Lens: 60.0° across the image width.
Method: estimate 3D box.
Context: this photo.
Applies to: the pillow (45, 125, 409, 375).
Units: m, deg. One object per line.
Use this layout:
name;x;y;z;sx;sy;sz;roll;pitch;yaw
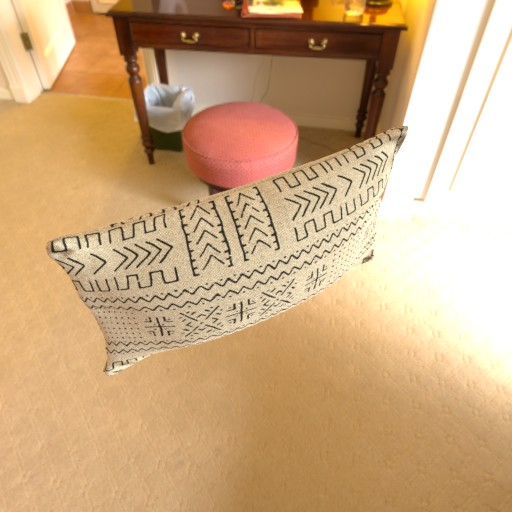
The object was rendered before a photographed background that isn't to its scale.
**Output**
pillow;0.000;0.000;0.808;0.637;0.352;0.188;-22;50;-19
